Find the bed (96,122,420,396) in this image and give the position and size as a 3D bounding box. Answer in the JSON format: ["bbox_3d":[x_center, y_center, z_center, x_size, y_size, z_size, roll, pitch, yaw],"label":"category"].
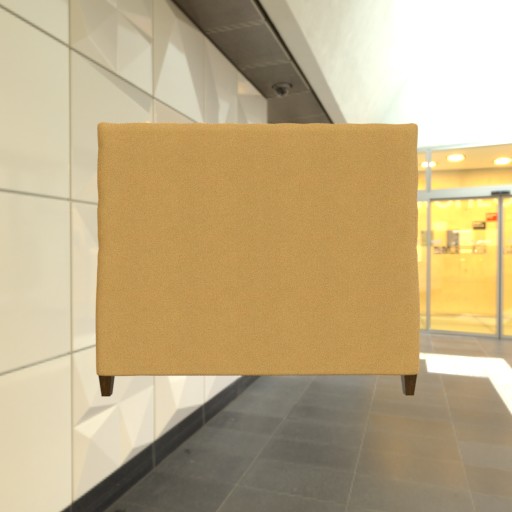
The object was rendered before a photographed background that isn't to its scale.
[{"bbox_3d":[0.000,0.000,3.466,1.698,1.427,2.387,0,1,-1],"label":"bed"}]
